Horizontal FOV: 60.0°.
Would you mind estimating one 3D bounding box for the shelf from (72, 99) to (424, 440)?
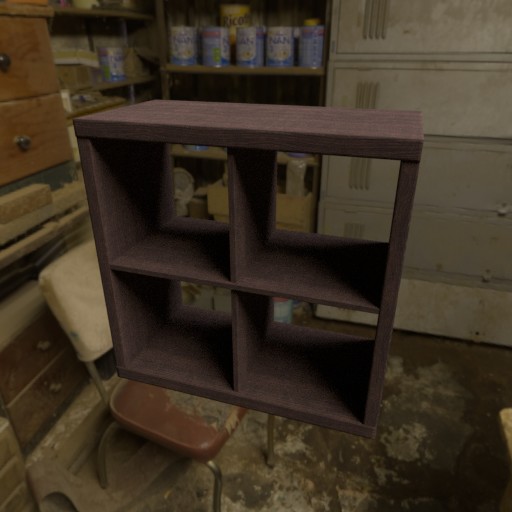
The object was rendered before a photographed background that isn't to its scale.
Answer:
[{"bbox_3d":[0.000,0.000,1.281,0.790,0.786,0.390,8,27,16],"label":"shelf"}]
